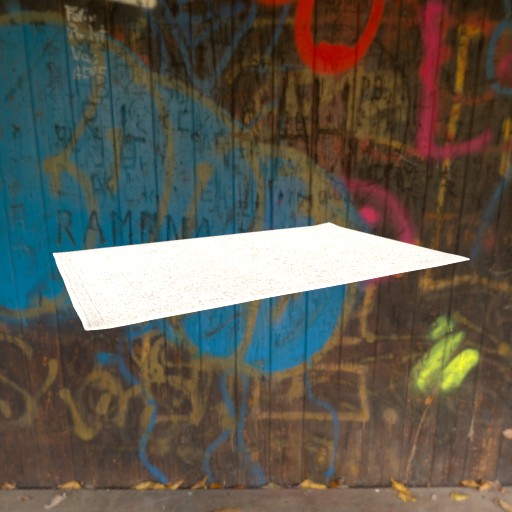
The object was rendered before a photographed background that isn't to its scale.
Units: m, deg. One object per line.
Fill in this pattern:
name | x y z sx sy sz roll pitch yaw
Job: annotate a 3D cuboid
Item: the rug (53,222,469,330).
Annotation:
rug | 0.000 0.000 2.423 1.947 0.023 1.214 -8 16 -28
